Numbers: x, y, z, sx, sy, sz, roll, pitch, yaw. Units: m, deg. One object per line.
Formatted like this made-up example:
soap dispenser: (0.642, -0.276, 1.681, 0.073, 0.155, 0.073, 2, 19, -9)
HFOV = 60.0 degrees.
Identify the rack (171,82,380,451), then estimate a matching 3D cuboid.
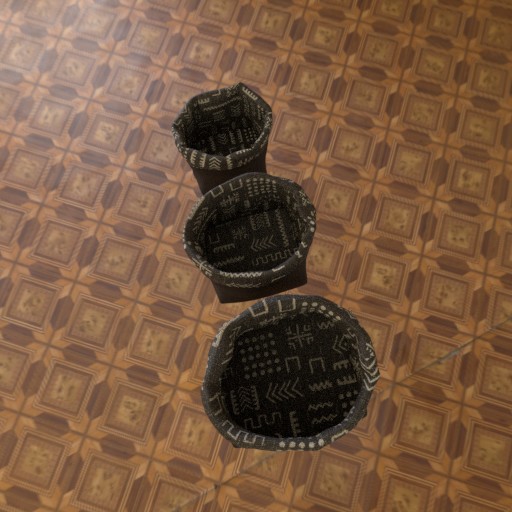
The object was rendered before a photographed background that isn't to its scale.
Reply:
rack: (0.000, 0.000, 1.084, 0.379, 0.323, 0.905, -14, 76, -4)
